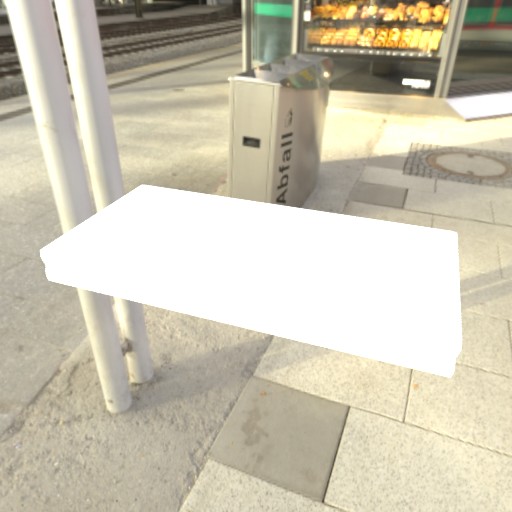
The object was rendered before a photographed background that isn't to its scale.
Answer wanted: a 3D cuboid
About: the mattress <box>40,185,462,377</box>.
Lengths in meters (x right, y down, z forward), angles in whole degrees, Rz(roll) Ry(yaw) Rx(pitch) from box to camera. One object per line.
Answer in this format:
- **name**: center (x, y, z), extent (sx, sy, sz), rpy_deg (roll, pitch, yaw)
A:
- **mattress**: center (0.000, 0.000, 2.257), extent (1.900, 0.200, 0.900), rpy_deg (11, 33, 17)
